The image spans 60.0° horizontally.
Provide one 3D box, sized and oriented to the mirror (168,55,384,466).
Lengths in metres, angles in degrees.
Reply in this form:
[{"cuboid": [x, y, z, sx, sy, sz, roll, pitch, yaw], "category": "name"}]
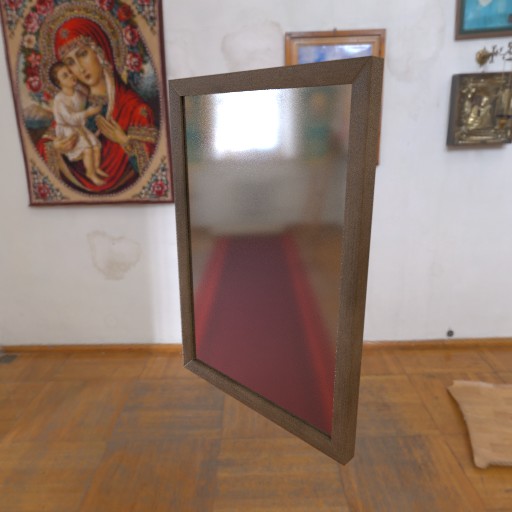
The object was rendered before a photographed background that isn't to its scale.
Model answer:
[{"cuboid": [0.000, 0.000, 0.918, 0.507, 0.710, 0.040, 16, 23, 43], "category": "mirror"}]
